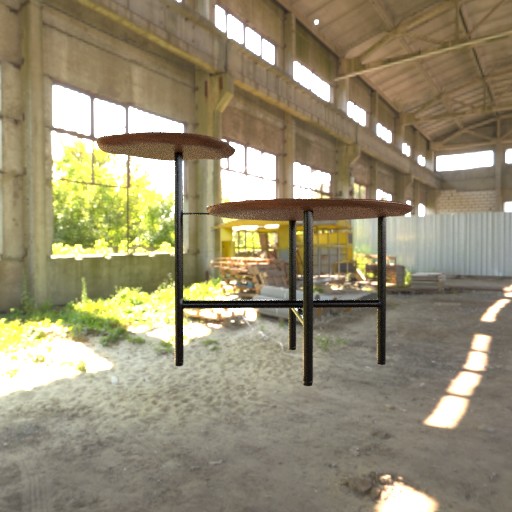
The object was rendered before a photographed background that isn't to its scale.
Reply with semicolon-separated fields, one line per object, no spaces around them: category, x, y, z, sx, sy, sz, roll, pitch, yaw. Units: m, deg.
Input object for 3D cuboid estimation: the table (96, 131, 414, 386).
table;0.000;0.000;1.093;0.759;0.538;0.442;0;1;-1
